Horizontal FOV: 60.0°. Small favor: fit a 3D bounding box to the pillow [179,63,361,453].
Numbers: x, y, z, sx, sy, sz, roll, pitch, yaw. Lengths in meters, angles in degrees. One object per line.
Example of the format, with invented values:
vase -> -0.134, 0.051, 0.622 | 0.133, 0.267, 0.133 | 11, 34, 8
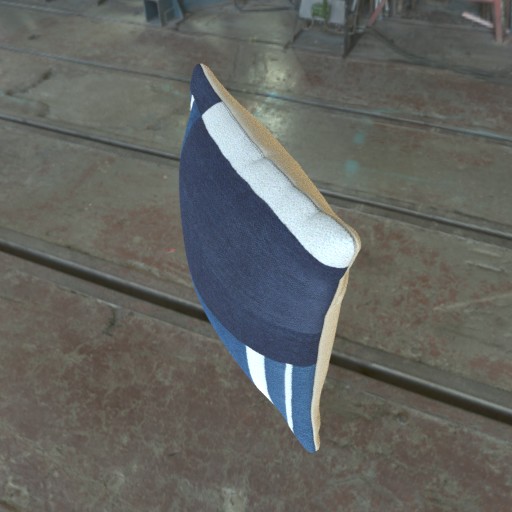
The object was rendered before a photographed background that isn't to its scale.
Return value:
pillow -> 0.000, 0.000, 0.783 | 0.229, 0.506, 0.536 | -17, 48, -16
